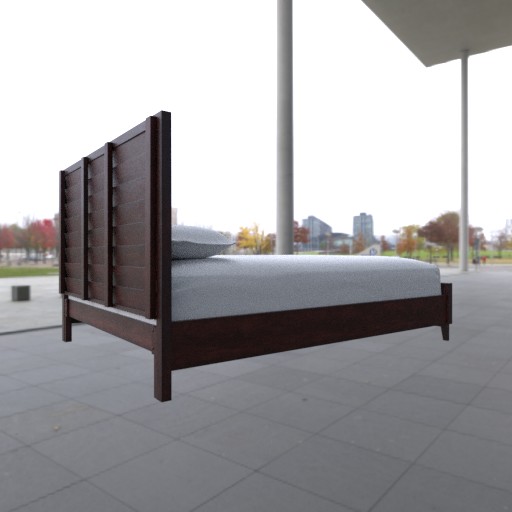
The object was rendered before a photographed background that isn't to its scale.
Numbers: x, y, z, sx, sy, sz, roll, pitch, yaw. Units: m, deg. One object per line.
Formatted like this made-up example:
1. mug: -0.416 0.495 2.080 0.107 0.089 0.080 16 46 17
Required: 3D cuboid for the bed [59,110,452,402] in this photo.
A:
1. bed: 0.000 0.000 3.884 2.803 1.492 2.040 0 0 -37
